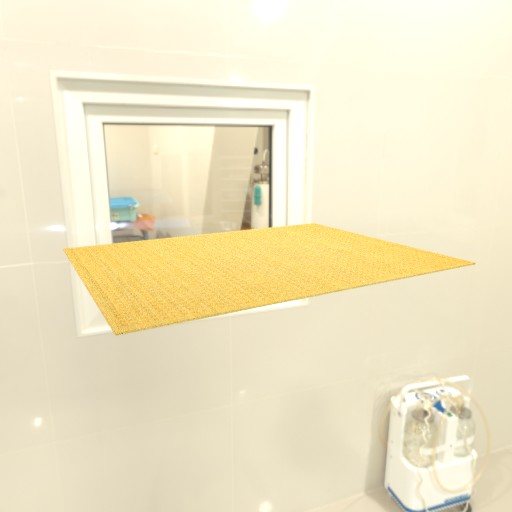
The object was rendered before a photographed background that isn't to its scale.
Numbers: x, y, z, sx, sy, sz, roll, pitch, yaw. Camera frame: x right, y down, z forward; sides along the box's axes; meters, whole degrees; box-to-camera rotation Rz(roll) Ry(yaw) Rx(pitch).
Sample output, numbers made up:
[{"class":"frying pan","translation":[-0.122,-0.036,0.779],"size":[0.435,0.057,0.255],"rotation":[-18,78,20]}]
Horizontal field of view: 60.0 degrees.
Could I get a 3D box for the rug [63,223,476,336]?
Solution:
[{"class":"rug","translation":[0.000,0.000,4.361],"size":[3.242,0.015,2.486],"rotation":[-8,16,-28]}]
